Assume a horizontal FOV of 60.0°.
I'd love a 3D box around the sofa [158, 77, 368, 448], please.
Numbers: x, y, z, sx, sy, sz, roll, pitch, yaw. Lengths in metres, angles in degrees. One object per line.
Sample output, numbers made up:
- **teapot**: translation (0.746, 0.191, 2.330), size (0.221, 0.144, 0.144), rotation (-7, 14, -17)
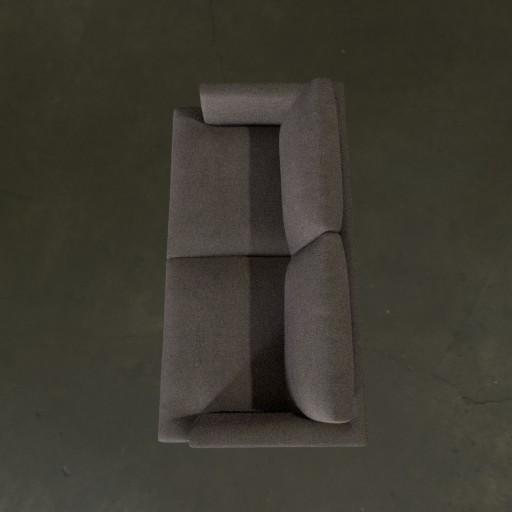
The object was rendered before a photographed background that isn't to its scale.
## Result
- **sofa**: translation (0.000, 0.000, 2.480), size (1.020, 0.868, 1.948), rotation (0, 75, 0)
